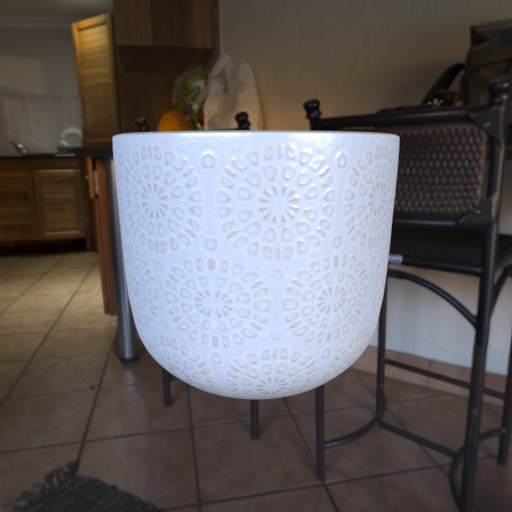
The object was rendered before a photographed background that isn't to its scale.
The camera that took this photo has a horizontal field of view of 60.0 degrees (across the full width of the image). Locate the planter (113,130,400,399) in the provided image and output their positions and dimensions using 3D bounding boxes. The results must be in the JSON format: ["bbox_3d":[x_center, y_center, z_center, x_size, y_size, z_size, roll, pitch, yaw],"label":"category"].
[{"bbox_3d":[0.000,0.000,0.292,0.170,0.152,0.170,0,13,0],"label":"planter"}]
